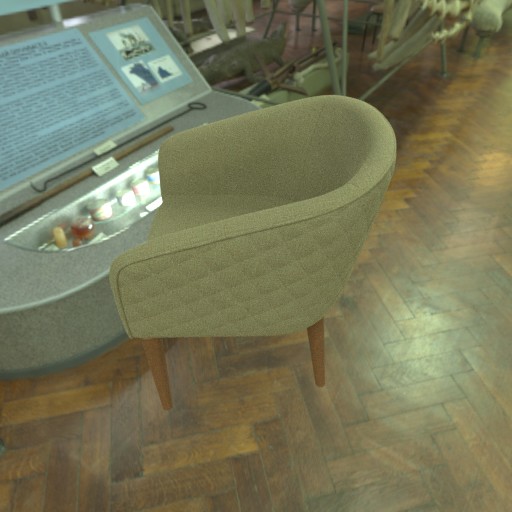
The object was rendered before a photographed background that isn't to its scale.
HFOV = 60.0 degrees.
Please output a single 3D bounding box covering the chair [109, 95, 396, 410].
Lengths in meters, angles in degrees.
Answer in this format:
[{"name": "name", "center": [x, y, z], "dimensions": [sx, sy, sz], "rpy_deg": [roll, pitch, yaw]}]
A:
[{"name": "chair", "center": [0.000, 0.000, 1.238], "dimensions": [0.616, 0.775, 0.584], "rpy_deg": [1, 40, 1]}]
